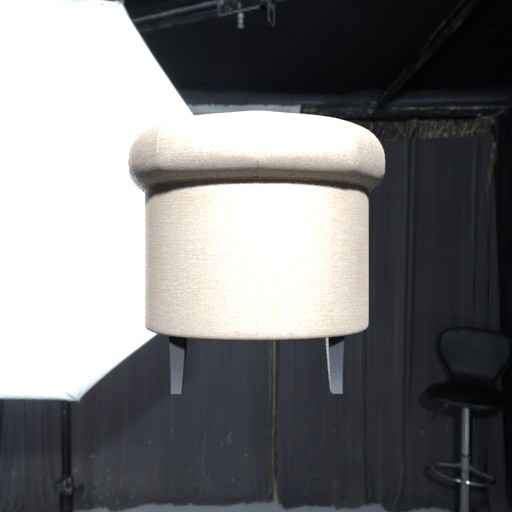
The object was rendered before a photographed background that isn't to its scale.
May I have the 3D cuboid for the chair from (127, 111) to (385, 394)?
[{"bbox_3d":[0.000,0.000,1.606,0.905,0.827,0.852,0,0,0],"label":"chair"}]
